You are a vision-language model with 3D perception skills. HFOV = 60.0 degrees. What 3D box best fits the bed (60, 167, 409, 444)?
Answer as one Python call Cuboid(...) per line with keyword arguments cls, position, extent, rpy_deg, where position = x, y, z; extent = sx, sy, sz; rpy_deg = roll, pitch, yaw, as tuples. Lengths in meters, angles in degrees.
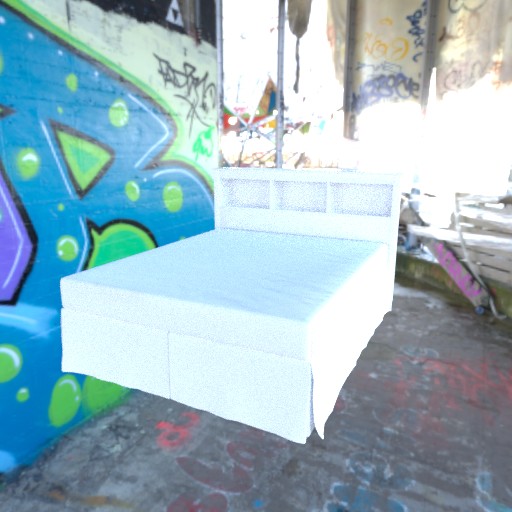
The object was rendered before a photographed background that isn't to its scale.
Cuboid(cls="bed", position=(0.000, 0.000, 3.083), extent=(1.671, 1.092, 2.133), rpy_deg=(7, 15, 25))
